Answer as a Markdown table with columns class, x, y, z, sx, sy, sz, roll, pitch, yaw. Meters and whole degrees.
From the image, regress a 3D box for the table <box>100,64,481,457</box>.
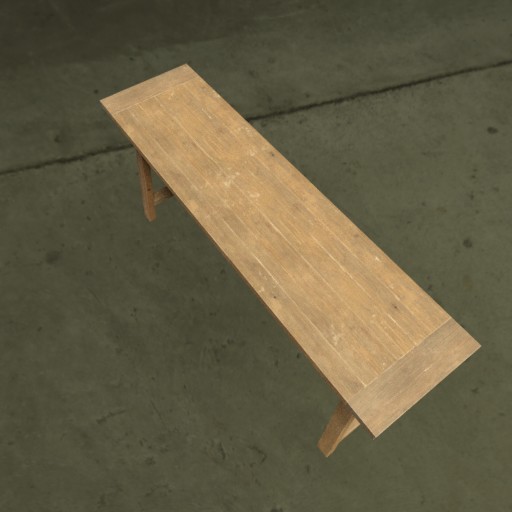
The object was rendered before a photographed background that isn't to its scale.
| class | x | y | z | sx | sy | sz | roll | pitch | yaw |
| --- | --- | --- | --- | --- | --- | --- | --- | --- | --- |
| table | 0.000 | 0.000 | 2.067 | 0.465 | 0.810 | 1.800 | -32 | 63 | -18 |
